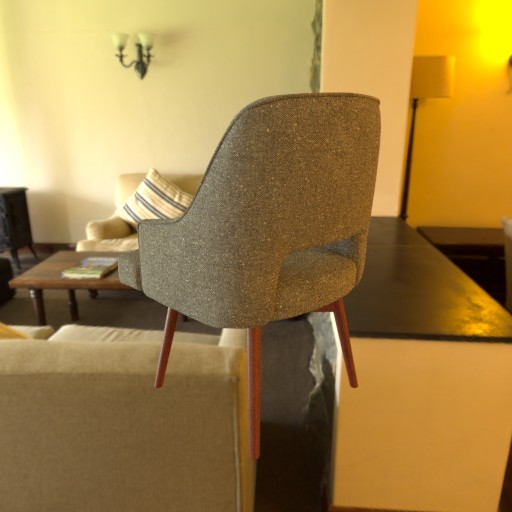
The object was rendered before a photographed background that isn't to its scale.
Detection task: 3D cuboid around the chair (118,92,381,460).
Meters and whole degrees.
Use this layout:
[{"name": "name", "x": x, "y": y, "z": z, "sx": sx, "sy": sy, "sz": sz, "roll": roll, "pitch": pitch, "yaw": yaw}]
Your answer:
[{"name": "chair", "x": 0.000, "y": 0.000, "z": 1.304, "sx": 0.608, "sy": 0.875, "sz": 0.629, "roll": -16, "pitch": 23, "yaw": -42}]
